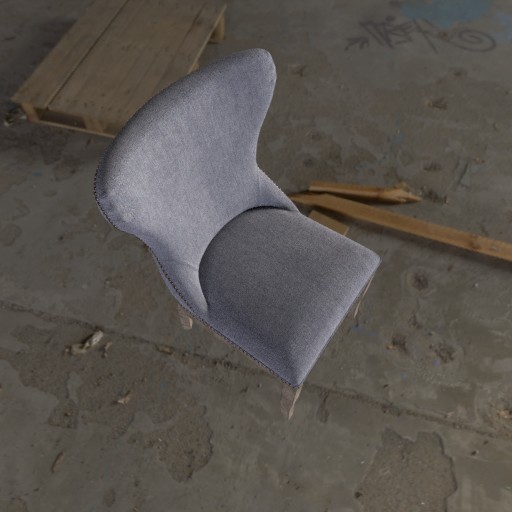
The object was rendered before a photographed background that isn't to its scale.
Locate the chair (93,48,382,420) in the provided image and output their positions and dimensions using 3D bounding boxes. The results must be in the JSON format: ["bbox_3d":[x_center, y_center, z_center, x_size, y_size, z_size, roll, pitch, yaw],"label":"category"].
[{"bbox_3d":[0.000,0.000,1.443,0.681,1.002,0.654,31,63,18],"label":"chair"}]
